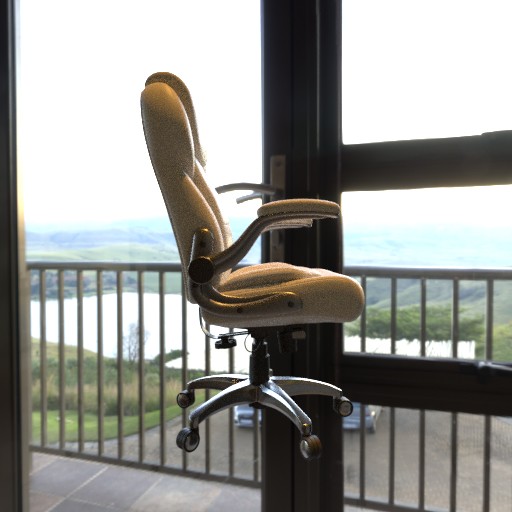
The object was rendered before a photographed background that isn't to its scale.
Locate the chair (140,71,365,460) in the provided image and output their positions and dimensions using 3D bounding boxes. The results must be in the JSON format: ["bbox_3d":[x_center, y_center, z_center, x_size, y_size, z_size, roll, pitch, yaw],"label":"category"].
[{"bbox_3d":[0.000,0.000,1.787,0.806,1.330,0.755,0,1,-1],"label":"chair"}]
